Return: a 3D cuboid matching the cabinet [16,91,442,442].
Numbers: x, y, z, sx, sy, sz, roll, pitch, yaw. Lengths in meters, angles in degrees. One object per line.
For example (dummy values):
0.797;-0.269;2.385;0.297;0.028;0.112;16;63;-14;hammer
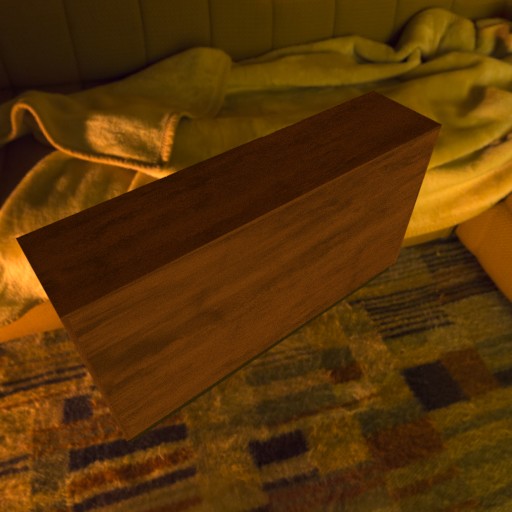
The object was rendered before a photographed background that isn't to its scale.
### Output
0.000;0.000;1.927;1.600;0.900;0.420;-29;53;-25;cabinet
